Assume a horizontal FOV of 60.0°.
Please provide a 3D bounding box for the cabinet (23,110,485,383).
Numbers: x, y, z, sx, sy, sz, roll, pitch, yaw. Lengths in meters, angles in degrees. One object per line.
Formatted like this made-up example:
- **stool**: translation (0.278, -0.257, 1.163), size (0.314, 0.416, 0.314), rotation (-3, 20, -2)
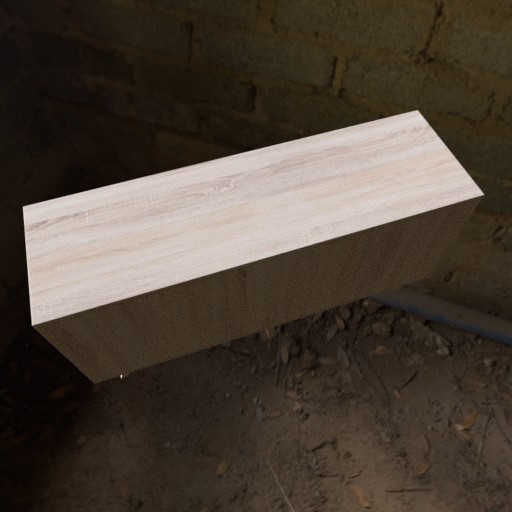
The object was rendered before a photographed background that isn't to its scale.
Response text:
- **cabinet**: translation (0.000, 0.000, 1.984), size (1.650, 0.780, 0.500), rotation (-16, 59, -10)
